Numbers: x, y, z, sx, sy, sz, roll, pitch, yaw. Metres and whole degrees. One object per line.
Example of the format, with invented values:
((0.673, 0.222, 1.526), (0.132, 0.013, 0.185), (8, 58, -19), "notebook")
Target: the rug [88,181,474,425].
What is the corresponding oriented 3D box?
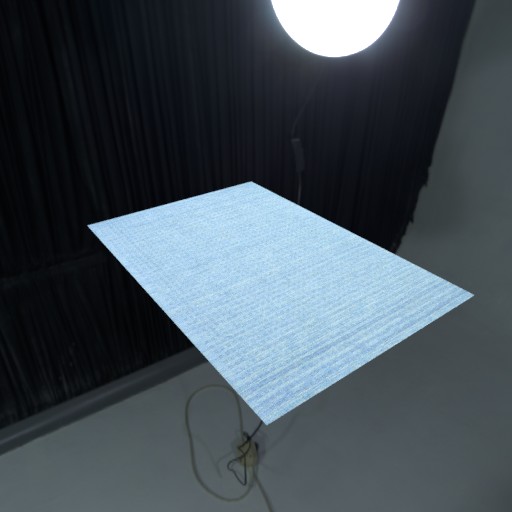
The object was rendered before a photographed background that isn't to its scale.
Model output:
((0.000, 0.000, 3.860), (1.982, 0.006, 2.895), (-21, 37, -31), "rug")
